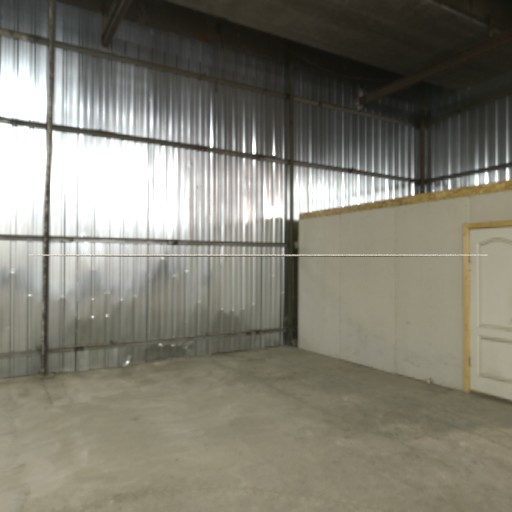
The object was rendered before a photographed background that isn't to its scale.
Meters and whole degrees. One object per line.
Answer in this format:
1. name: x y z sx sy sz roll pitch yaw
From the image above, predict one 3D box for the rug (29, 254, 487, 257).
1. rug: 0.000 0.000 4.140 3.045 0.008 2.421 0 0 -2
